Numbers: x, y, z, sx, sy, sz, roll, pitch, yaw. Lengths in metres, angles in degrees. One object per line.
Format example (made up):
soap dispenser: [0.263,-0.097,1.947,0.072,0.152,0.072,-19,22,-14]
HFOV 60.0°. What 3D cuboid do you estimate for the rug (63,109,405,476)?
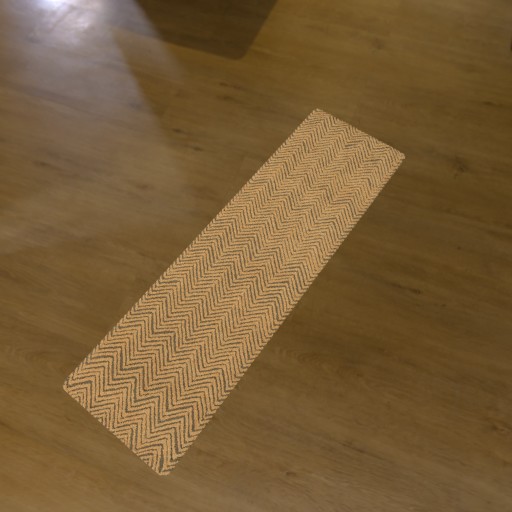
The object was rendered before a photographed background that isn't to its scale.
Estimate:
rug: [0.000,0.000,2.489,0.686,0.008,2.286,34,68,16]
